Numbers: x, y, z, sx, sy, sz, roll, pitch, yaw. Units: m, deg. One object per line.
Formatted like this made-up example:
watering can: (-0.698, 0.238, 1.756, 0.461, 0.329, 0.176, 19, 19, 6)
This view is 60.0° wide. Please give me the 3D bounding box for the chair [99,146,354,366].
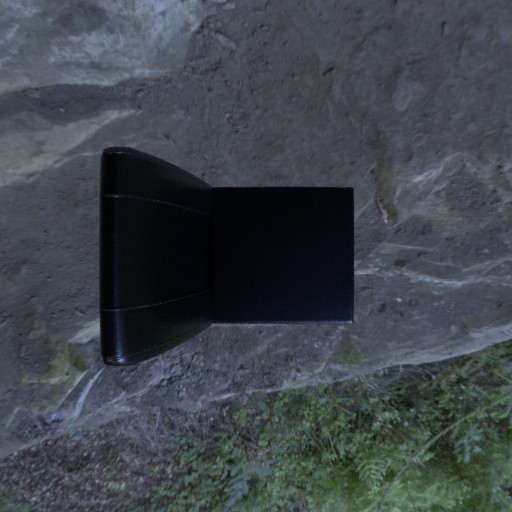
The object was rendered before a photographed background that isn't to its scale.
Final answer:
chair: (0.000, 0.000, 1.215, 0.556, 0.897, 0.399, 0, 90, 0)
